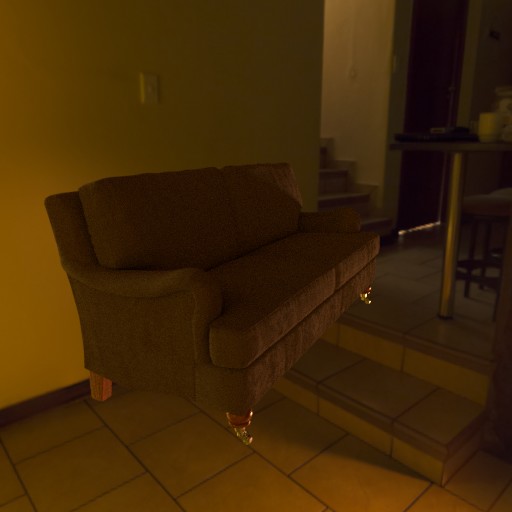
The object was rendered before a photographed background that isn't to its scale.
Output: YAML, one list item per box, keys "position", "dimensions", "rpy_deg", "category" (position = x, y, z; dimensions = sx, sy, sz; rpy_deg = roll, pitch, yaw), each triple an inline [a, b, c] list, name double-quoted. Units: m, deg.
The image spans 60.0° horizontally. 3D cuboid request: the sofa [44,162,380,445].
- position: [0.000, 0.000, 2.761]
  dimensions: [1.086, 1.087, 2.165]
  rpy_deg: [8, 16, 28]
  category: "sofa"
